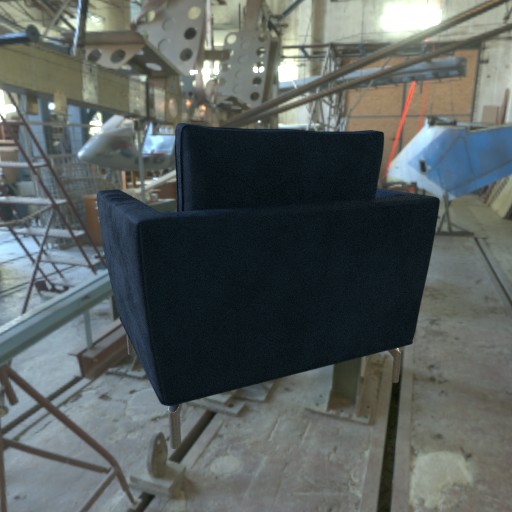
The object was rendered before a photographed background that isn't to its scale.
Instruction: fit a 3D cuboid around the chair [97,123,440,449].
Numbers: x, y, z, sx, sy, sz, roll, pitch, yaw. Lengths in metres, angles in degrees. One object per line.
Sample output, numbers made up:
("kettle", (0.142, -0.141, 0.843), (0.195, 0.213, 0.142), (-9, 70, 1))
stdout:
("chair", (0.000, 0.000, 1.592), (0.977, 0.893, 0.746), (-7, 16, -25))
